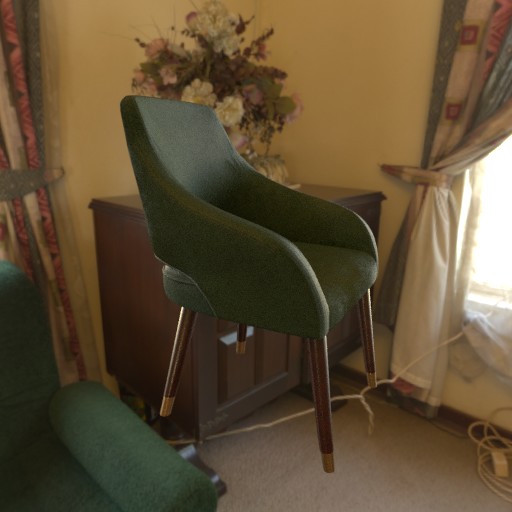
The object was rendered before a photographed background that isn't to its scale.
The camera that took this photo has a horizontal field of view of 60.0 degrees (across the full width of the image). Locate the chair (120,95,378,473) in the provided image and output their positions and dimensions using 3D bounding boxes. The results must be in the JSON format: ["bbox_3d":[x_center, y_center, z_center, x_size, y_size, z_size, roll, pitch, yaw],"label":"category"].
[{"bbox_3d":[0.000,0.000,1.561,0.794,1.081,0.683,7,16,27],"label":"chair"}]
